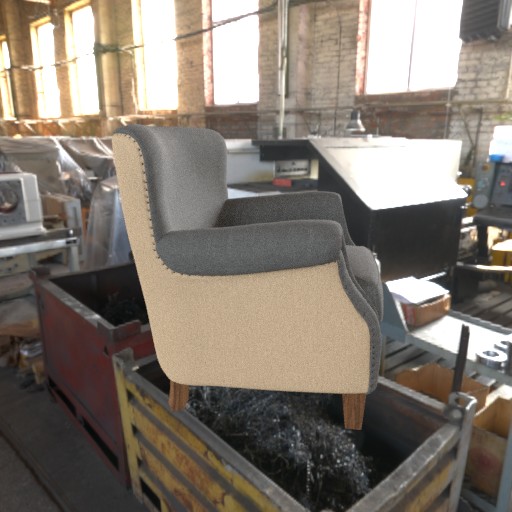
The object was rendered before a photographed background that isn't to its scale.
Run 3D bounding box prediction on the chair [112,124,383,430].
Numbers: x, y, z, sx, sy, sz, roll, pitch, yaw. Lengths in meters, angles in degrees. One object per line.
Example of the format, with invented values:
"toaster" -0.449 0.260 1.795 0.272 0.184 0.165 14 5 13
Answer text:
"chair" 0.000 0.000 1.654 0.921 0.936 0.861 3 15 10
